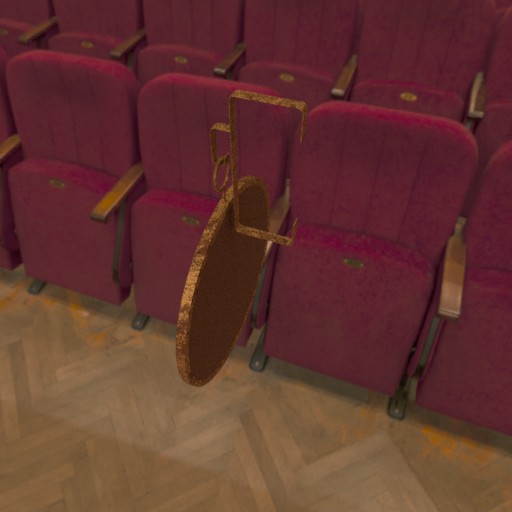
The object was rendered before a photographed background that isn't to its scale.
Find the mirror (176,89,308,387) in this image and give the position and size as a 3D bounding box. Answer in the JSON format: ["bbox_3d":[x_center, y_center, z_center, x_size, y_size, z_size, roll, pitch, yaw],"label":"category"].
[{"bbox_3d":[0.000,0.000,0.849,0.144,0.651,0.447,16,50,14],"label":"mirror"}]
